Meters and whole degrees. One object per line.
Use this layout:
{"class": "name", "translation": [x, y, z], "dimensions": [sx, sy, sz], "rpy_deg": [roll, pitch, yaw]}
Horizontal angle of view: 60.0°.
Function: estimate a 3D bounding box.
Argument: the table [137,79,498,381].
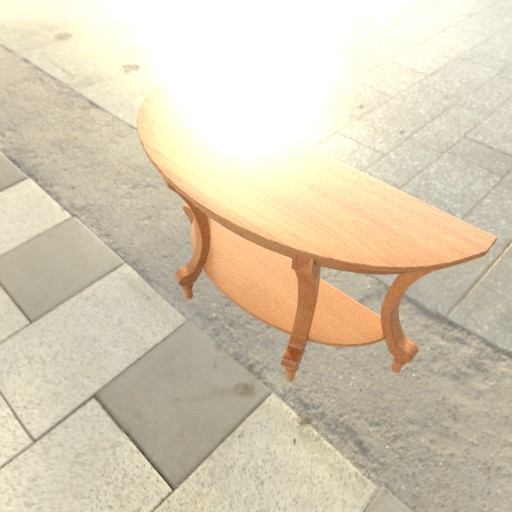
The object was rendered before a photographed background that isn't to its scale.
{"class": "table", "translation": [0.000, 0.000, 1.483], "dimensions": [1.198, 0.692, 0.394], "rpy_deg": [34, 56, 27]}
